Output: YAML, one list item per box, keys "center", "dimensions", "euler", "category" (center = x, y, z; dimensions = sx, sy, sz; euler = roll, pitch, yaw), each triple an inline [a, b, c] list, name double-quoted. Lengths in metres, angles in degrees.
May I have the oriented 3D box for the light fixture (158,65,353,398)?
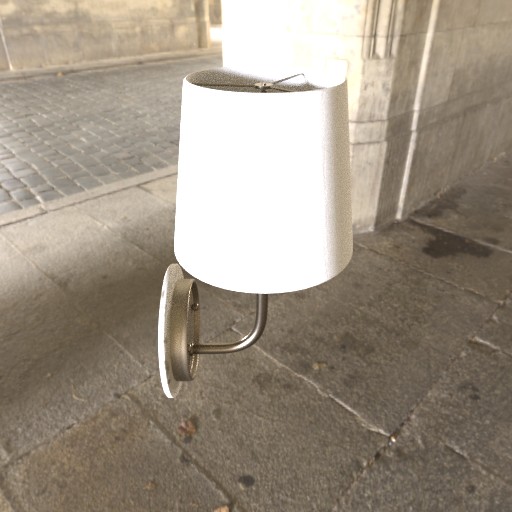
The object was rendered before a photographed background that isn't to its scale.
- center: [0.000, 0.000, 0.444]
  dimensions: [0.188, 0.337, 0.168]
  euler: [0, 32, 0]
  category: "light fixture"
